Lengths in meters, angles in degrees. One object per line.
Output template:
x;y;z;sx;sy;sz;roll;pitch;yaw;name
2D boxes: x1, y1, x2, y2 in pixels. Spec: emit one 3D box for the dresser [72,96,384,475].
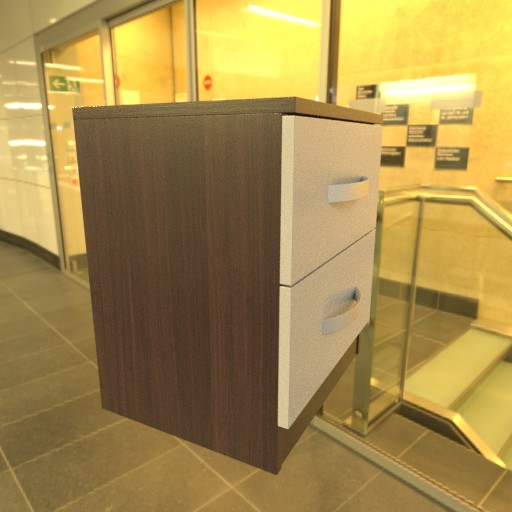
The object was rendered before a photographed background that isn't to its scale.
0.000;0.000;0.757;0.360;0.470;0.400;8;17;27;dresser
